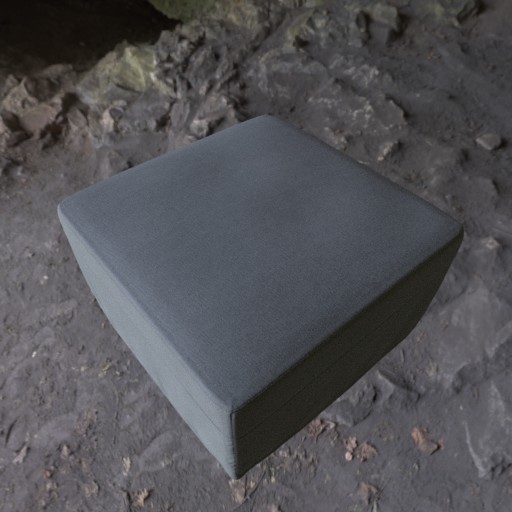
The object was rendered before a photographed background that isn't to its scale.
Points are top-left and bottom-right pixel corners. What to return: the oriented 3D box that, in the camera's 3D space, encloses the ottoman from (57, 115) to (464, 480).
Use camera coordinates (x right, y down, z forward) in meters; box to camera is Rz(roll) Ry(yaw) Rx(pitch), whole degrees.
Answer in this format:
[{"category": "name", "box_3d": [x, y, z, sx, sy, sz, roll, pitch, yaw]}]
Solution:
[{"category": "ottoman", "box_3d": [0.000, 0.000, 1.341, 0.842, 0.441, 0.843, -31, 53, -27]}]
